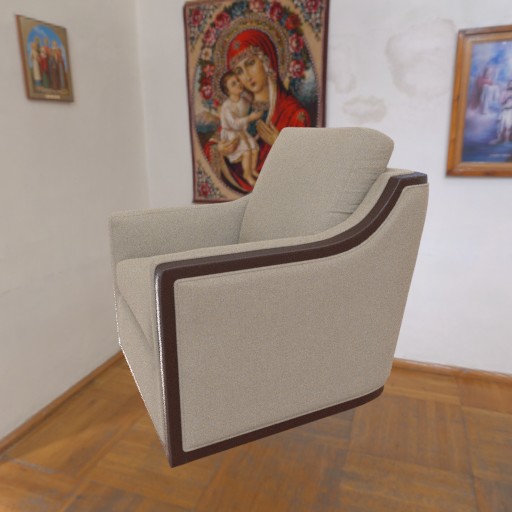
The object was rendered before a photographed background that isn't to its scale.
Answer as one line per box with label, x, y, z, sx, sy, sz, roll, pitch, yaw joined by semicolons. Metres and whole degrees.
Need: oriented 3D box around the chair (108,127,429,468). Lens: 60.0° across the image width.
chair;0.000;0.000;1.661;0.950;0.930;0.870;-8;18;-25
